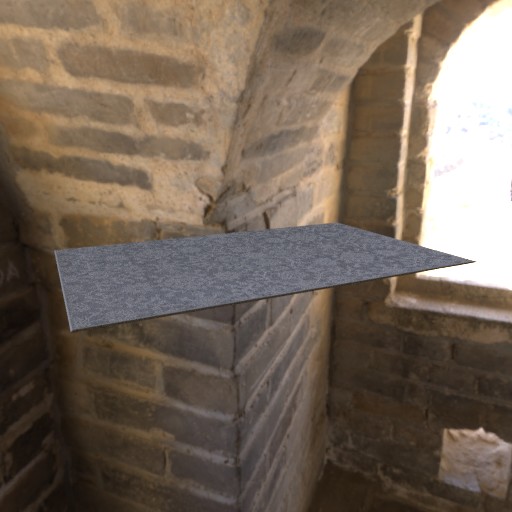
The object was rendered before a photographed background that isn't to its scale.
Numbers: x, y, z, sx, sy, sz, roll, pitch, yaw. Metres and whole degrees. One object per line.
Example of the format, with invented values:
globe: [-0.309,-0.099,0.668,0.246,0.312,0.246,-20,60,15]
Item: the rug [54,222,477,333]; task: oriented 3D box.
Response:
rug: [0.000,0.000,2.991,2.430,0.010,1.515,-7,16,-25]
